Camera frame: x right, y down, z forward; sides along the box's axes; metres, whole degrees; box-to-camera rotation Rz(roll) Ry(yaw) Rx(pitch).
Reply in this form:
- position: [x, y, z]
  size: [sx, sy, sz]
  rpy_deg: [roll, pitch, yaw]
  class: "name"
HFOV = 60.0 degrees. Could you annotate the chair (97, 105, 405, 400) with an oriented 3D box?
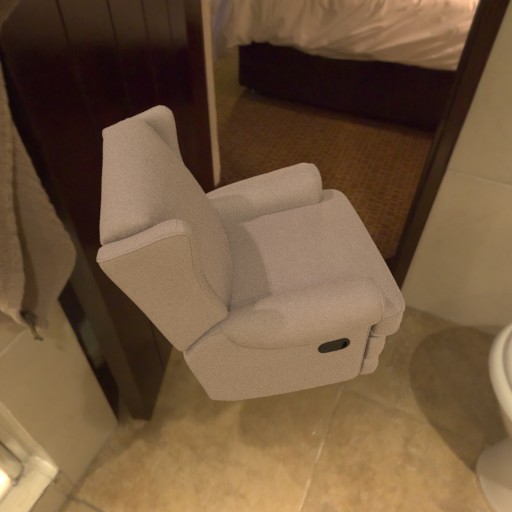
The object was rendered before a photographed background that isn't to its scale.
- position: [0.000, 0.000, 1.711]
  size: [0.969, 1.011, 0.847]
  rpy_deg: [-9, 47, -8]
  class: "chair"
